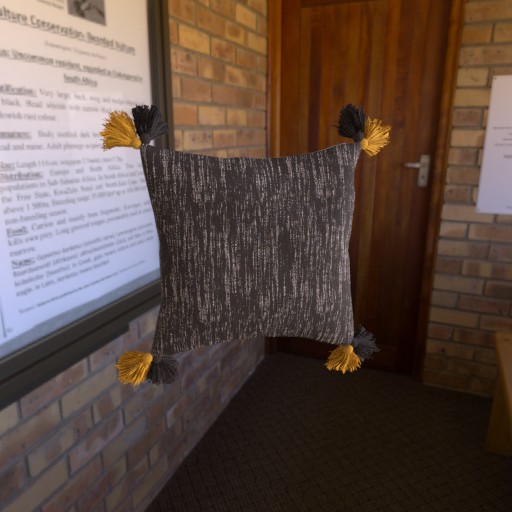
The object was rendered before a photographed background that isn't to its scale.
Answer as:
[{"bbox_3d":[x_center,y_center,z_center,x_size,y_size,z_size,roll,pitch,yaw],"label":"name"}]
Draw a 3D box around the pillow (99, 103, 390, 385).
[{"bbox_3d":[0.000,0.000,0.993,0.654,0.659,0.139,-3,16,-9],"label":"pillow"}]
